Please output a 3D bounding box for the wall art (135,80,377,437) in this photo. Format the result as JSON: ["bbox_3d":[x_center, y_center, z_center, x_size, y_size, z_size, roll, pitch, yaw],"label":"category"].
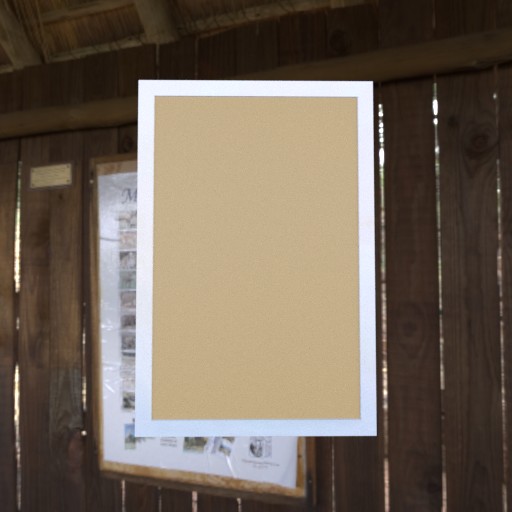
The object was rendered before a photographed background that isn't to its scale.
[{"bbox_3d":[0.000,0.000,1.158,0.612,0.915,0.039,0,-2,-1],"label":"wall art"}]
